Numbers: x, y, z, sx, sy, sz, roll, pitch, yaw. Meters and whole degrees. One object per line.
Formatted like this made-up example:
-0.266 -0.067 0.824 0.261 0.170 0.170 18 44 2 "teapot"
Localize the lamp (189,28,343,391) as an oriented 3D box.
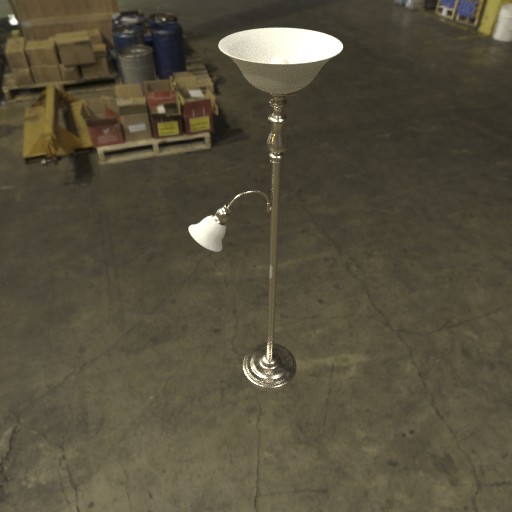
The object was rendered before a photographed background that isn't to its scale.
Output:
0.000 0.000 2.012 0.575 1.785 0.405 -12 42 -14 "lamp"
